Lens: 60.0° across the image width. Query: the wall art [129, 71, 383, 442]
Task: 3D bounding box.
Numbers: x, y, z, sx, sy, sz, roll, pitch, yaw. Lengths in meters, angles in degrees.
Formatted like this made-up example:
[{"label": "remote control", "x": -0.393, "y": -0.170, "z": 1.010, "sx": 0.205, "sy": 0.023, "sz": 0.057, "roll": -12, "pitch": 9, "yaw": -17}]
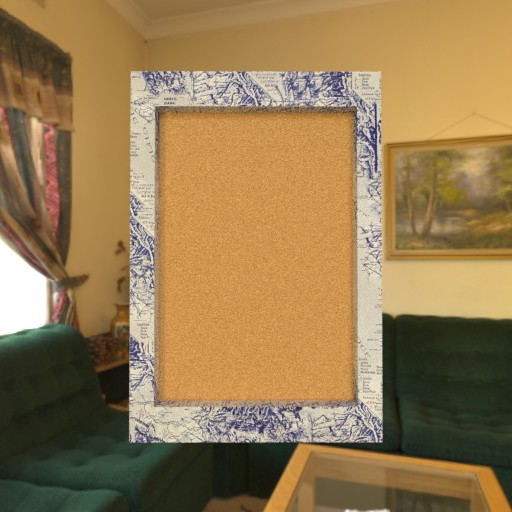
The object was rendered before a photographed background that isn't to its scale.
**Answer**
[{"label": "wall art", "x": 0.000, "y": 0.000, "z": 0.736, "sx": 0.408, "sy": 0.601, "sz": 0.040, "roll": 0, "pitch": -1, "yaw": 0}]
